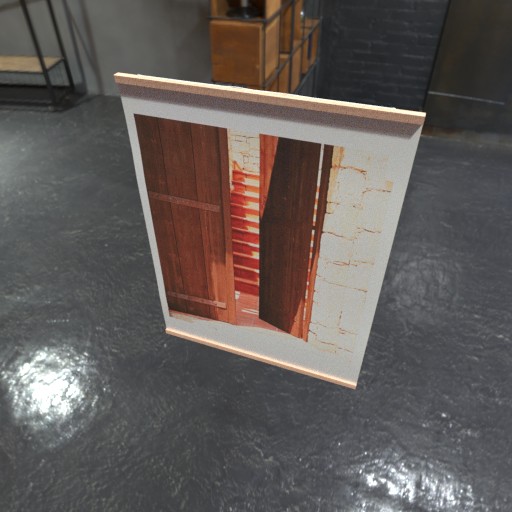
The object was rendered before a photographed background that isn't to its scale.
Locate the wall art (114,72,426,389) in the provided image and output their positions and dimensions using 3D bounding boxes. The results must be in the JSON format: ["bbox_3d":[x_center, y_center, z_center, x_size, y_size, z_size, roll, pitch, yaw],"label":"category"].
[{"bbox_3d":[0.000,0.000,1.354,0.758,1.013,0.020,13,42,15],"label":"wall art"}]
